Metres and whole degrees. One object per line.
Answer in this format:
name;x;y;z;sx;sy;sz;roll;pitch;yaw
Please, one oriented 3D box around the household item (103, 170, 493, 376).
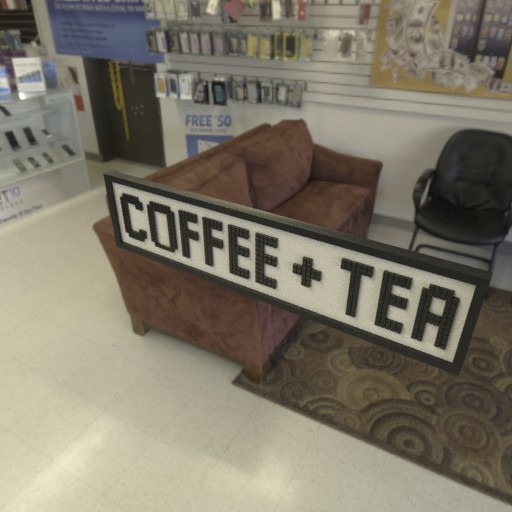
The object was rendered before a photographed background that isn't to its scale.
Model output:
household item;0.000;0.000;1.086;1.001;0.236;0.030;18;35;28
